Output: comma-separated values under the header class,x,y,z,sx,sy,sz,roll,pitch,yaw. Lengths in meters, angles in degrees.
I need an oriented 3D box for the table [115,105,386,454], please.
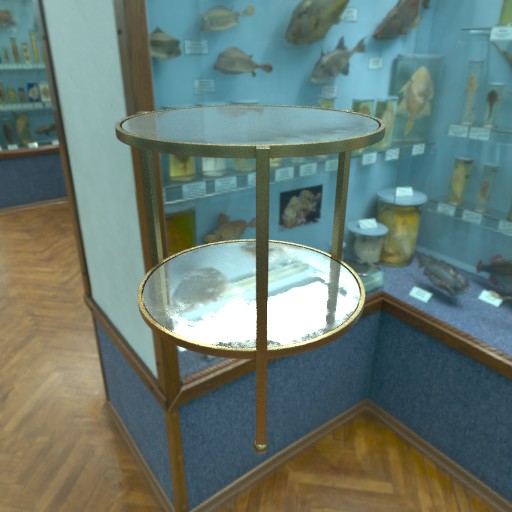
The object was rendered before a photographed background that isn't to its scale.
class,x,y,z,sx,sy,sz,roll,pitch,yaw
table,0.000,0.000,0.452,0.243,0.269,0.231,-16,29,-30
